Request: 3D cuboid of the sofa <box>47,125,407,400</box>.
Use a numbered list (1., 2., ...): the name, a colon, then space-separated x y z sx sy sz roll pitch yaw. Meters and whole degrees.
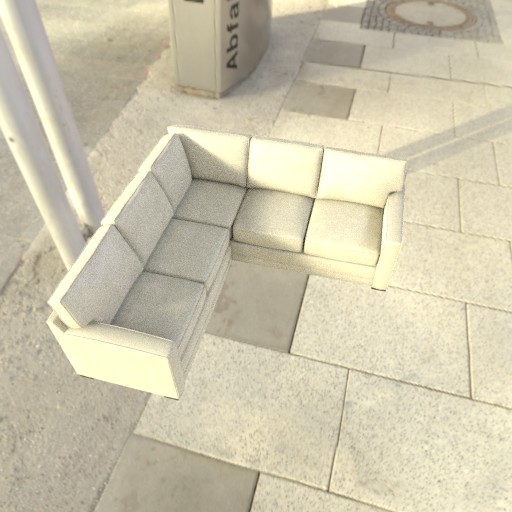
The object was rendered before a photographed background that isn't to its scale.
1. sofa: 0.000 0.000 3.498 2.211 0.936 2.188 10 48 9
